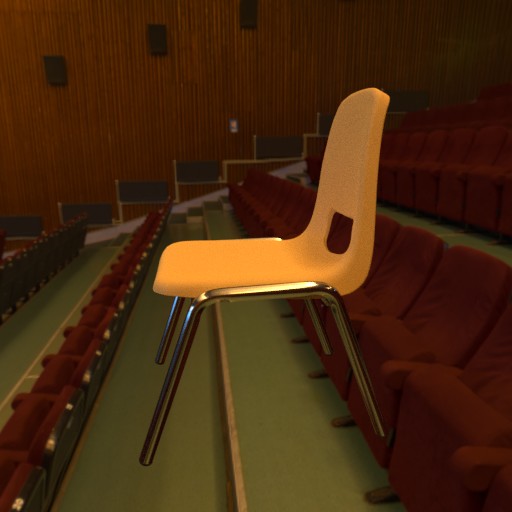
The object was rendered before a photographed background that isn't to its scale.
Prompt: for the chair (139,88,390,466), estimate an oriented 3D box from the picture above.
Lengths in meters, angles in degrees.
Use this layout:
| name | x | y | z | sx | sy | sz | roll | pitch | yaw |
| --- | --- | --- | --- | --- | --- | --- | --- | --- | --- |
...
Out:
| name | x | y | z | sx | sy | sz | roll | pitch | yaw |
| --- | --- | --- | --- | --- | --- | --- | --- | --- | --- |
| chair | 0.000 | 0.000 | 0.821 | 0.423 | 0.586 | 0.354 | -2 | 15 | -8 |
